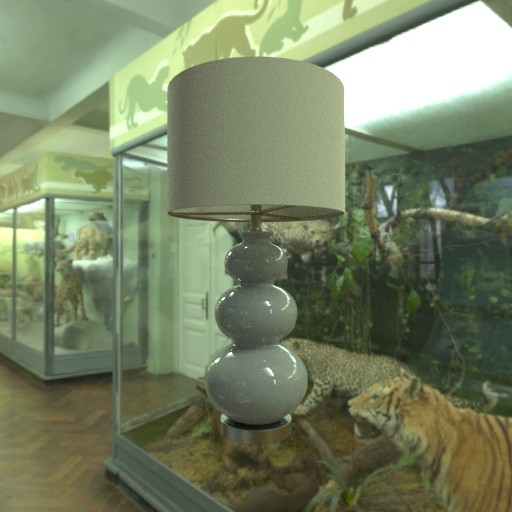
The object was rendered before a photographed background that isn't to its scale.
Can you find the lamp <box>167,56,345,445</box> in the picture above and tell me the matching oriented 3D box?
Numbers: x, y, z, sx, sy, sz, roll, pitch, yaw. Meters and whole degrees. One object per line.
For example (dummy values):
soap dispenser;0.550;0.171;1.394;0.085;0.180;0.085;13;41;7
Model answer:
lamp;0.000;0.000;0.933;0.367;0.730;0.367;0;0;18
